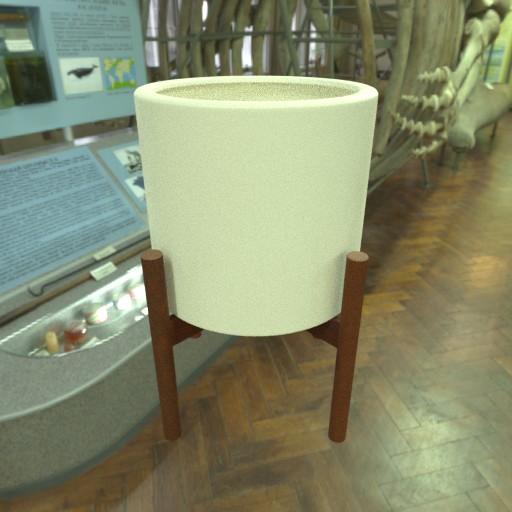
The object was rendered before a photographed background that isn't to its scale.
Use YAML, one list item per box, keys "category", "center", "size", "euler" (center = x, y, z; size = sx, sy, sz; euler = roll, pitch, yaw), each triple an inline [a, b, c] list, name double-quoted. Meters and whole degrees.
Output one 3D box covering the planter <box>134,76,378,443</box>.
- category: "planter"
  center: [0.000, 0.000, 0.497]
  size: [0.224, 0.358, 0.224]
  euler: [0, 27, 1]
